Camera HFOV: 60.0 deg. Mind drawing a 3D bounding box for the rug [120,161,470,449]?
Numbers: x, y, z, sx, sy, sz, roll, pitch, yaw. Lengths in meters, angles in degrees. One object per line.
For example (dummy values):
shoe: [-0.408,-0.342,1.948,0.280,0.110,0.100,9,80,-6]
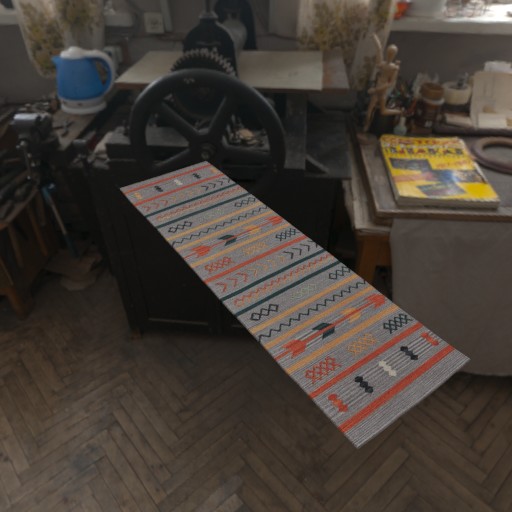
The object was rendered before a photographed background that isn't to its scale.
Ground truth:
rug: [0.000,0.000,2.658,0.744,0.022,2.419,-25,46,-27]
